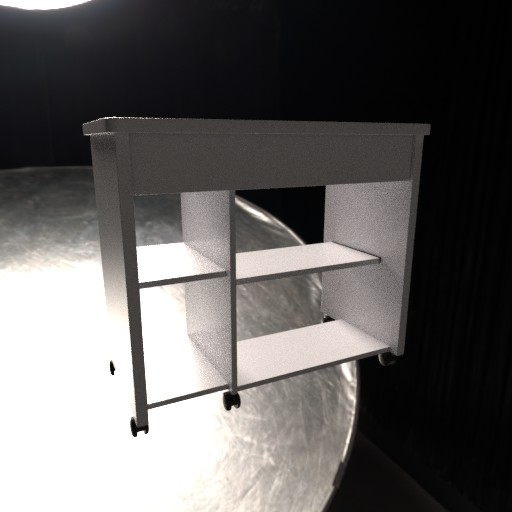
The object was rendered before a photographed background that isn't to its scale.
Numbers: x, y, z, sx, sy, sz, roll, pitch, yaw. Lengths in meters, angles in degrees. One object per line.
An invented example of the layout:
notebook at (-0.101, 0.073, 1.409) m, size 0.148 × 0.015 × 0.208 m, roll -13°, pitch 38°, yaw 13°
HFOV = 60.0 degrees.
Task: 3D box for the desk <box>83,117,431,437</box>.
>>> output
desk at (0.000, 0.000, 1.339) m, size 0.877 × 0.763 × 0.475 m, roll -7°, pitch 16°, yaw -25°
